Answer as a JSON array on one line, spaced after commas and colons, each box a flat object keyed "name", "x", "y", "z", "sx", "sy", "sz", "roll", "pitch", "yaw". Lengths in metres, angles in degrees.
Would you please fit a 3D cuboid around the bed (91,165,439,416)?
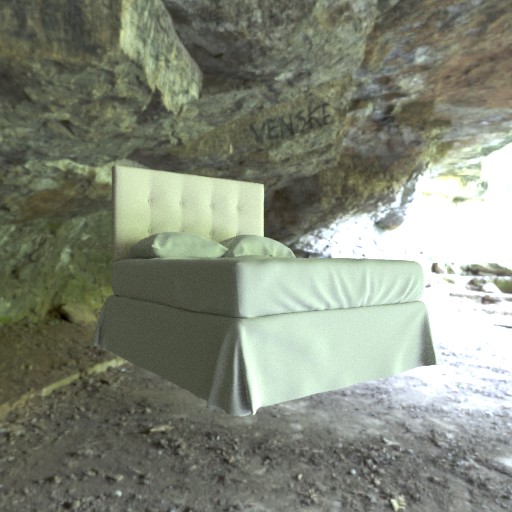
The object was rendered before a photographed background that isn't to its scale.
[{"name": "bed", "x": 0.000, "y": 0.000, "z": 3.514, "sx": 1.936, "sy": 1.577, "sz": 2.222, "roll": 0, "pitch": -1, "yaw": -37}]
